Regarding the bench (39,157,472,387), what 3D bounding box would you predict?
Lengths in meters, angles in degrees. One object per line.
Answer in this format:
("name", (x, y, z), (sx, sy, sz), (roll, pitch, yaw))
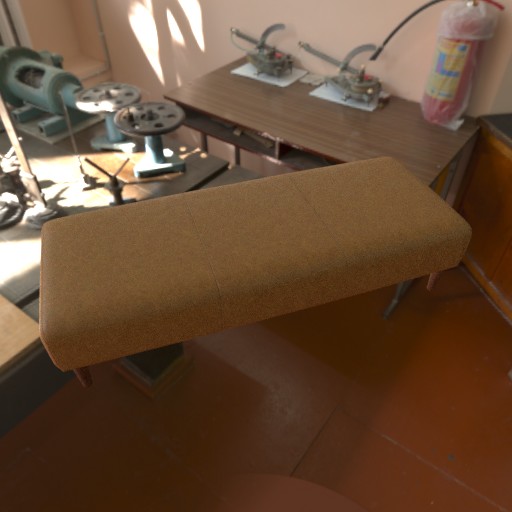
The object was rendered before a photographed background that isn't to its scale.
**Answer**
("bench", (0.000, 0.000, 1.855), (1.610, 0.399, 0.653), (-13, 44, -14))
